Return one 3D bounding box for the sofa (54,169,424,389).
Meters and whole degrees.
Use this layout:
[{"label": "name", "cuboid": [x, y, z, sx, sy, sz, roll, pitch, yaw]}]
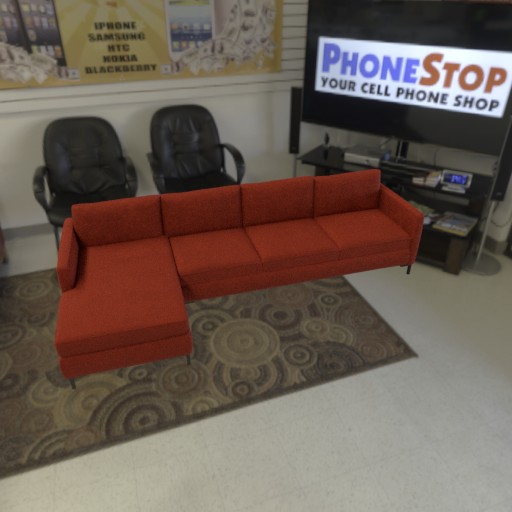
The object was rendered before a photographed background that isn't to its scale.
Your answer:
[{"label": "sofa", "cuboid": [0.000, 0.000, 2.971, 2.467, 0.663, 1.136, -9, 33, -14]}]
